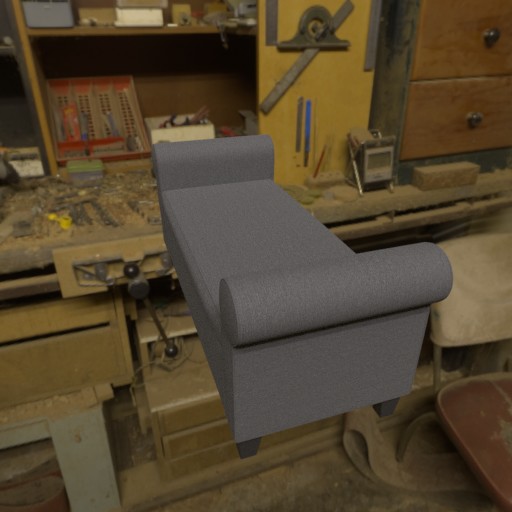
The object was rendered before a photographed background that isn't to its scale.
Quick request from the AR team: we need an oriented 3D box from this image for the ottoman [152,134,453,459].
[{"bbox_3d":[0.000,0.000,1.537,0.521,0.547,1.256,-9,30,-16],"label":"ottoman"}]
